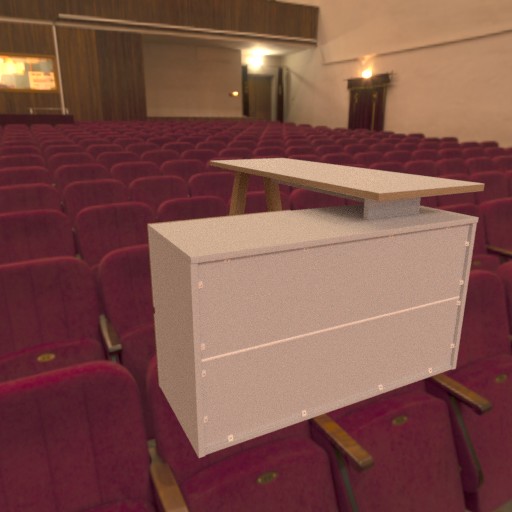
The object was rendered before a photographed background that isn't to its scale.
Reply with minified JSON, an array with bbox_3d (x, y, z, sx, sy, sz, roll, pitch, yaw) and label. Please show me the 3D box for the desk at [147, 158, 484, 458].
[{"bbox_3d":[0.000,0.000,2.033,1.098,0.755,1.404,-8,18,-26],"label":"desk"}]
